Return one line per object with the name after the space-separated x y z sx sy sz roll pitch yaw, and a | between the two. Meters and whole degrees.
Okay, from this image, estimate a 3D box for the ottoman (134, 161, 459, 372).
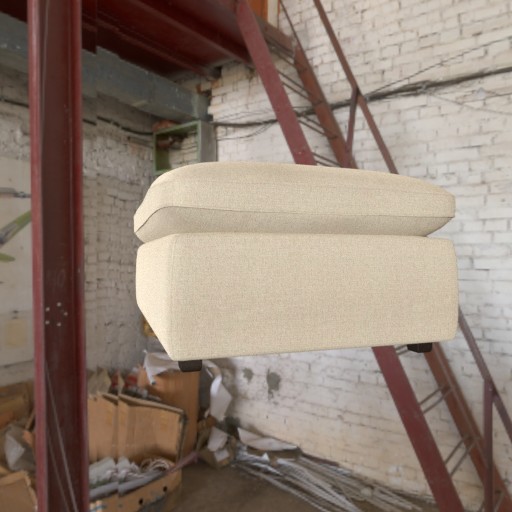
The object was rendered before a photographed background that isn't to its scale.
0.000 0.000 1.350 0.686 0.453 0.984 0 0 -19 | ottoman
